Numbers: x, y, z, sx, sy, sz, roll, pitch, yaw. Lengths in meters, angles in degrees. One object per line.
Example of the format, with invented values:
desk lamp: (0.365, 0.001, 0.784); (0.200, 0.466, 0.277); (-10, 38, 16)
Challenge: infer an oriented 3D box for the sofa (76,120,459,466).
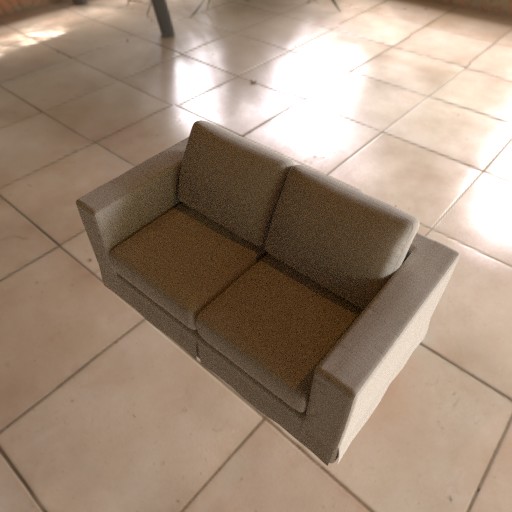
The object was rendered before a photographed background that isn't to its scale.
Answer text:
sofa: (0.000, 0.000, 2.445); (1.813, 0.932, 1.009); (31, 54, 27)
